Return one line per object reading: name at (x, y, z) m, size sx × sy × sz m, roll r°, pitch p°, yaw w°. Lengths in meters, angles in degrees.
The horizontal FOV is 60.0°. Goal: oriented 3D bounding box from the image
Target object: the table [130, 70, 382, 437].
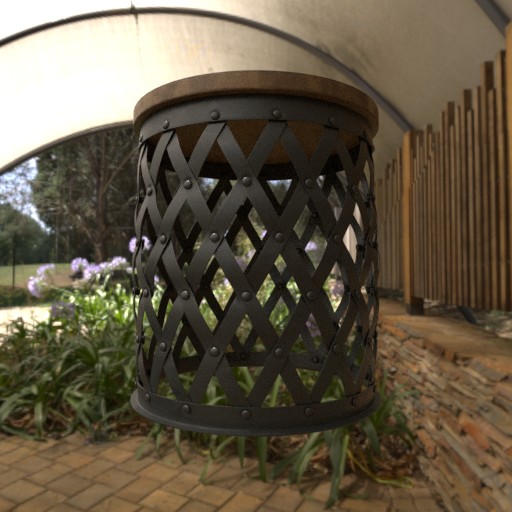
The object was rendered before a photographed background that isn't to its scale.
table at (0.000, 0.000, 0.750) m, size 0.405 × 0.454 × 0.405 m, roll 0°, pitch -2°, yaw 0°
